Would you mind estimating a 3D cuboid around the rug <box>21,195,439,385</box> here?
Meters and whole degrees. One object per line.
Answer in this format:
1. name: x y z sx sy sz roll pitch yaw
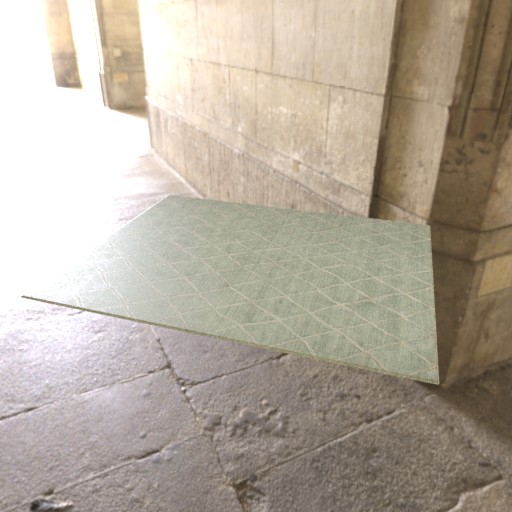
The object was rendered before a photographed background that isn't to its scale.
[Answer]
1. rug: 0.000 0.000 4.030 3.039 0.019 2.420 9 29 16
